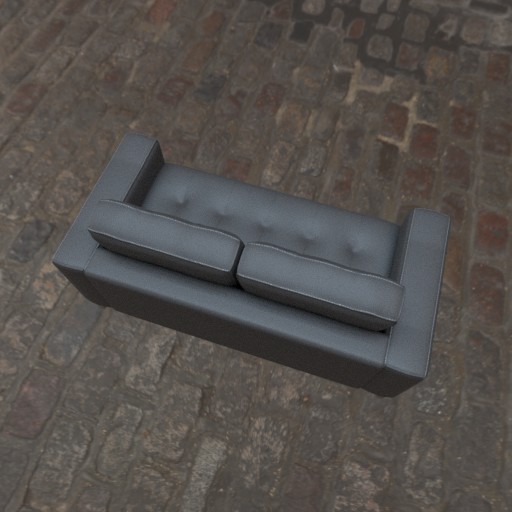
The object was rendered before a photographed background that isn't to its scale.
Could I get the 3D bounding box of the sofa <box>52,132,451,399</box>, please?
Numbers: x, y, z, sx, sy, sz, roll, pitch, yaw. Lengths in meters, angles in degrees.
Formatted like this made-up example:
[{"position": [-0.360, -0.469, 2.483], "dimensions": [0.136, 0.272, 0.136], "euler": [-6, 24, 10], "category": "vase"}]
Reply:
[{"position": [0.000, 0.000, 2.213], "dimensions": [1.726, 0.893, 0.833], "euler": [16, 65, 8], "category": "sofa"}]
